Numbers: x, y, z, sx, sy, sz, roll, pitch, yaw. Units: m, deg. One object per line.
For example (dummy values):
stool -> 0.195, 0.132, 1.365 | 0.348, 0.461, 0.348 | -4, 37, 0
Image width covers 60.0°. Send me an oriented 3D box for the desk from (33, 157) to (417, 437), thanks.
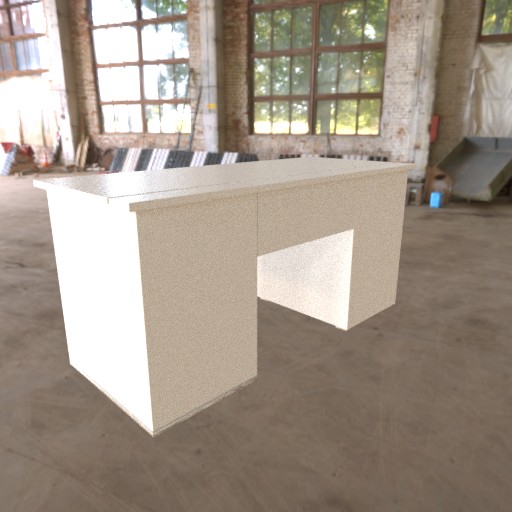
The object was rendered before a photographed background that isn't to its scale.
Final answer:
desk -> 0.000, 0.000, 1.999 | 1.580, 0.760, 0.670 | -16, 23, -42
